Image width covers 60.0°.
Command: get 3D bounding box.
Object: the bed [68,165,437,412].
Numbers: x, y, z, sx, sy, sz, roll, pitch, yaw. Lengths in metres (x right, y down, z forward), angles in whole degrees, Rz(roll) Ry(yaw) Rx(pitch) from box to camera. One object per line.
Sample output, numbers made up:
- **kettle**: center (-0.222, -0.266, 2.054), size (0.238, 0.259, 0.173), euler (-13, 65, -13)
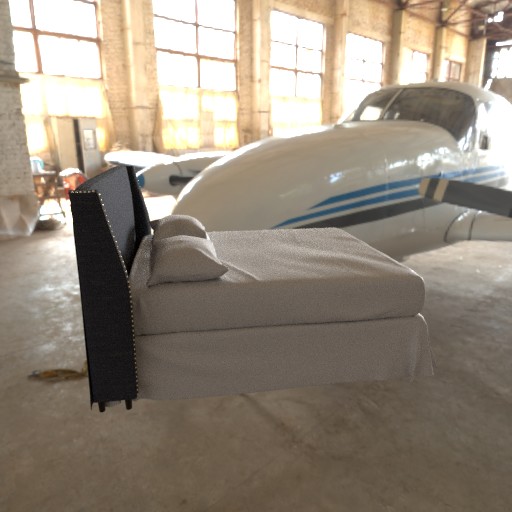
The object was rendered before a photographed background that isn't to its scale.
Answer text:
- **bed**: center (0.000, 0.000, 3.491), size (2.276, 1.332, 1.925), euler (-3, 16, -9)
